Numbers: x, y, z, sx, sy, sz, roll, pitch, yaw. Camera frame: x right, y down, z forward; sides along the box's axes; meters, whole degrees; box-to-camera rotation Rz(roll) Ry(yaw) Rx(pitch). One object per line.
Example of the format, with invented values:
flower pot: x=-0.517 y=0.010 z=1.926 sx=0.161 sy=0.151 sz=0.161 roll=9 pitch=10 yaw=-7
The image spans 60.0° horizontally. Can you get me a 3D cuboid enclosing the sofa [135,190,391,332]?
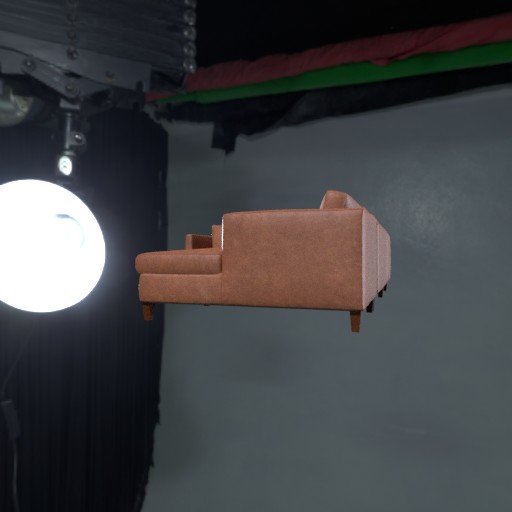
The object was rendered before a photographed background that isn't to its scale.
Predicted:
sofa: x=0.000 y=0.000 z=4.672 sx=2.593 sy=0.923 sz=3.460 roll=0 pitch=0 yaw=19
